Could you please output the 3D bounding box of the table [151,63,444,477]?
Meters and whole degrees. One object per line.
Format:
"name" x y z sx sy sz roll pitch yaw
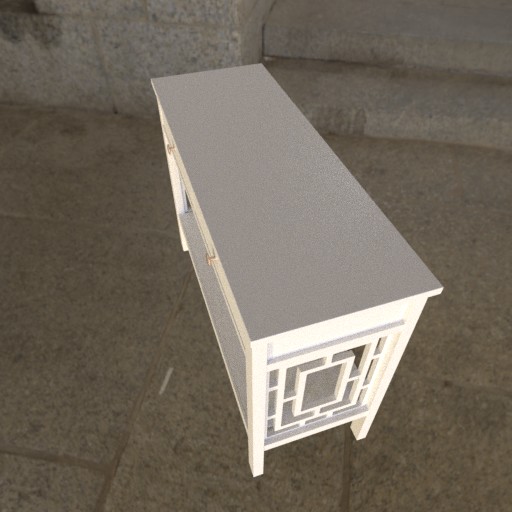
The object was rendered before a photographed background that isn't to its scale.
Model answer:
"table" 0.000 0.000 1.420 0.397 0.753 1.068 -14 48 -13
